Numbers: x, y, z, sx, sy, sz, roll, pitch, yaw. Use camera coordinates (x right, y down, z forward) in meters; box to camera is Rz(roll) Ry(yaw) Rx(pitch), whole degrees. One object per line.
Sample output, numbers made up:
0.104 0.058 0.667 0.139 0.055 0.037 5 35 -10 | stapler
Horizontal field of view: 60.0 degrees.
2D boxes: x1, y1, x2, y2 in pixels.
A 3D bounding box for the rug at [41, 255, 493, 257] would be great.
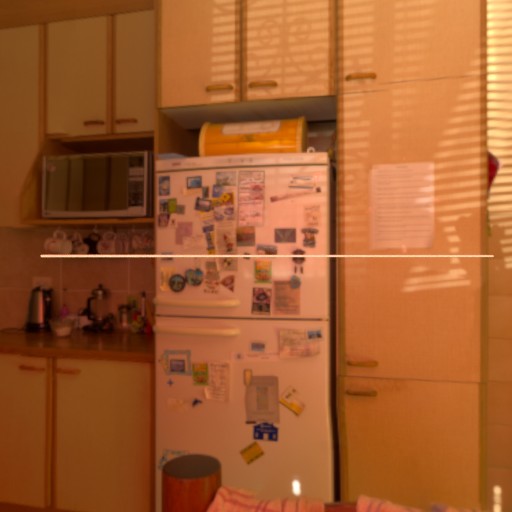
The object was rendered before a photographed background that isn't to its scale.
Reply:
0.000 0.000 2.273 1.828 0.007 1.220 0 0 -17 | rug
